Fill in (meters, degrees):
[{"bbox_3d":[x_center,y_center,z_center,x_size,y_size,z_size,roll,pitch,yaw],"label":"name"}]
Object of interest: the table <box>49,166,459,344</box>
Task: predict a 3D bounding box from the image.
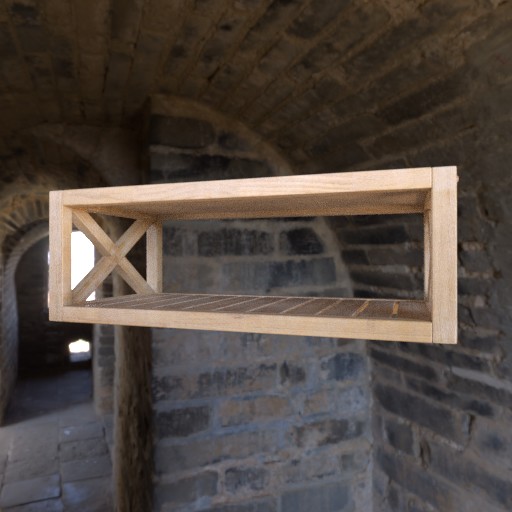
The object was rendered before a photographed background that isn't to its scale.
[{"bbox_3d":[0.000,0.000,1.652,1.321,0.457,0.660,0,0,19],"label":"table"}]
